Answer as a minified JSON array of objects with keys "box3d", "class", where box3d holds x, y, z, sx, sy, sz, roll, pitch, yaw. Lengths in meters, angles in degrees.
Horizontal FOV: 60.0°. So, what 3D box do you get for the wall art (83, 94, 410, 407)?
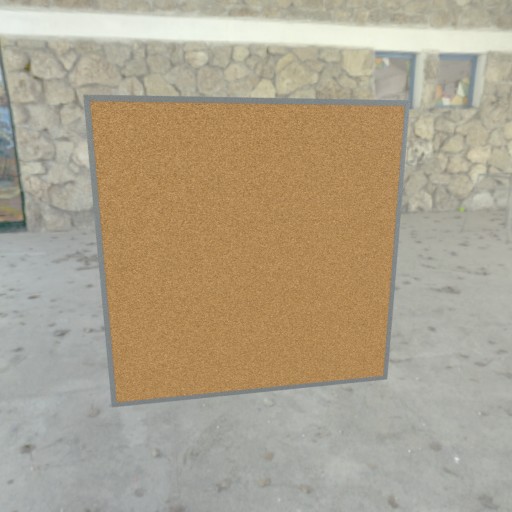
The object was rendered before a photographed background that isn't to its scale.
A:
[{"box3d":[0.000,0.000,1.200,0.809,0.807,0.038,-3,15,-10],"class":"wall art"}]
